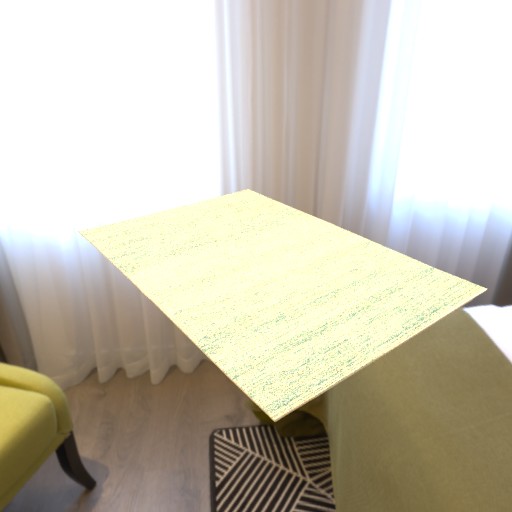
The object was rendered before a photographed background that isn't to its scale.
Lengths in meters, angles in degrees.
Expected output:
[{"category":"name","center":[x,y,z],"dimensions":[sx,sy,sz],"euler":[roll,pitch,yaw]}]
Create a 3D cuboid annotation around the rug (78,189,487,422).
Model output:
[{"category":"rug","center":[0.000,0.000,2.925],"dimensions":[1.593,0.029,2.305],"euler":[-19,32,-33]}]
